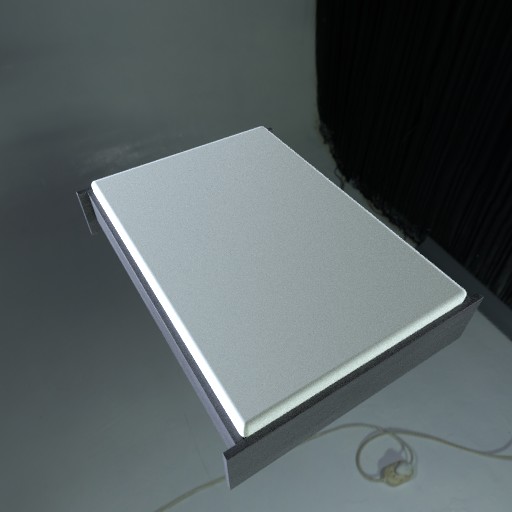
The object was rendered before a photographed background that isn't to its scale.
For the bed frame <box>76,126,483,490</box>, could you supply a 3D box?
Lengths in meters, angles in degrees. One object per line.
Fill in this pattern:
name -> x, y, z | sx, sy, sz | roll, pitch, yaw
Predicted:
bed frame -> 0.000, 0.000, 2.639 | 1.490, 0.432, 1.950 | -24, 51, -22
